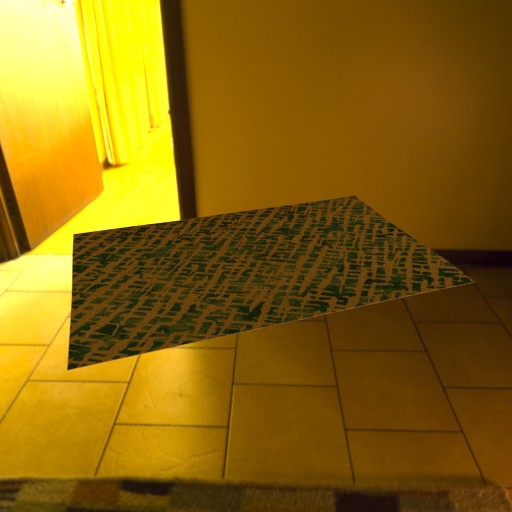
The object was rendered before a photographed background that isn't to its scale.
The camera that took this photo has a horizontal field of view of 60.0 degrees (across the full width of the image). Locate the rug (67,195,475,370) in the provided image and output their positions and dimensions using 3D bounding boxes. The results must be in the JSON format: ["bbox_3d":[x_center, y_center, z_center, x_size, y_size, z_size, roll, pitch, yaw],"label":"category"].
[{"bbox_3d":[0.000,0.000,3.113,2.447,0.011,1.520,-10,31,-16],"label":"rug"}]
